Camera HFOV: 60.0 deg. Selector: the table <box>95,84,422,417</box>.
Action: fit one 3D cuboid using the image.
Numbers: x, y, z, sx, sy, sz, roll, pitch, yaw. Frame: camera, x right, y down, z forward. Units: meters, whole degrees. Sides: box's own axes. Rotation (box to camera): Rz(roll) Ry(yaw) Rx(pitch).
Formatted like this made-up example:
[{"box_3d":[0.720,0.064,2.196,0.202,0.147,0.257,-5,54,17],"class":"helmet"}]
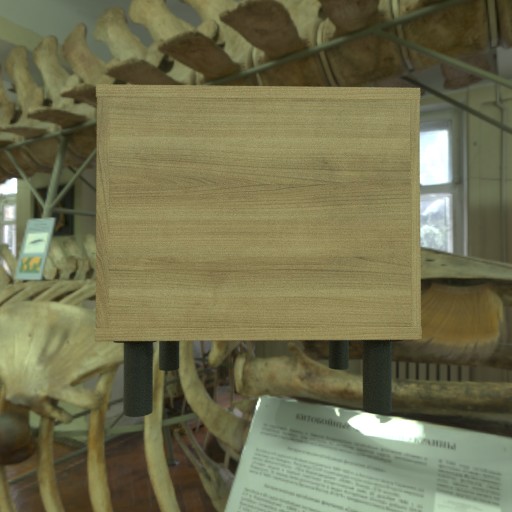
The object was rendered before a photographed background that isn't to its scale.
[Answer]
[{"box_3d":[0.000,0.000,0.794,0.445,0.460,0.380,0,-1,-2],"class":"table"}]
